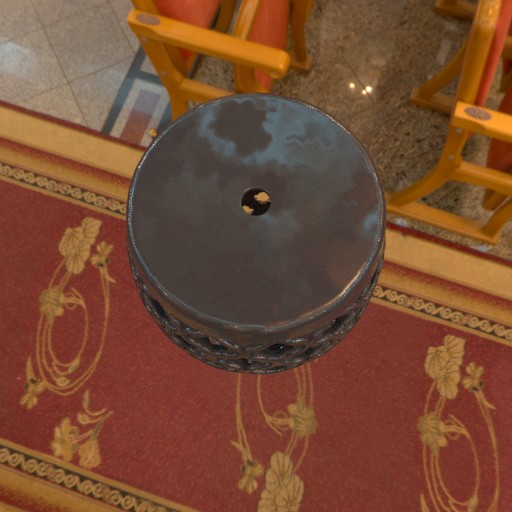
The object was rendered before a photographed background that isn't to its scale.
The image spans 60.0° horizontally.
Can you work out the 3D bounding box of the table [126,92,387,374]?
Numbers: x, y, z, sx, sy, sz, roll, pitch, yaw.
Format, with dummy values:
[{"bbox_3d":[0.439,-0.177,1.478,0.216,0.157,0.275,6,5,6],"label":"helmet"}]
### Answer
[{"bbox_3d":[0.000,0.000,0.625,0.325,0.388,0.325,0,74,0],"label":"table"}]
